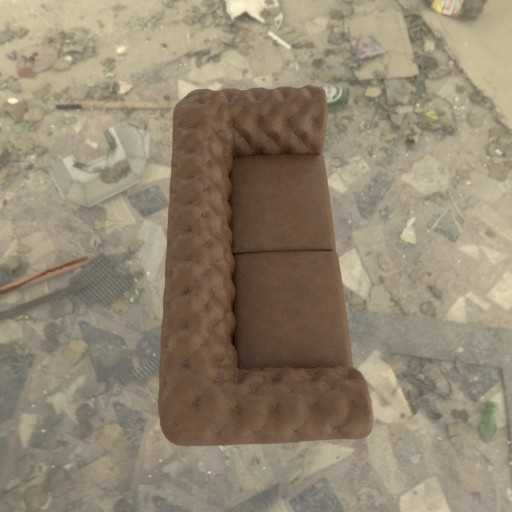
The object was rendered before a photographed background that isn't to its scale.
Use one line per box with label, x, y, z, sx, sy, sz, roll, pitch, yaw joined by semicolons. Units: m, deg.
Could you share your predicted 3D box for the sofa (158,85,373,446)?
sofa;0.000;0.000;2.586;0.955;0.784;2.048;-2;64;-1
